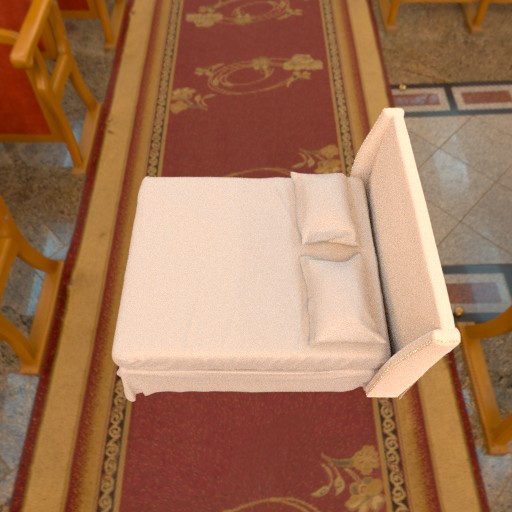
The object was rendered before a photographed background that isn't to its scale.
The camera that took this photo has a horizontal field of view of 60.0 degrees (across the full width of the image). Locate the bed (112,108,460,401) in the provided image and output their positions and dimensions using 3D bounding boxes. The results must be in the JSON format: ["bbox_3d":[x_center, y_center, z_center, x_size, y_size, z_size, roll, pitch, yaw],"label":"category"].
[{"bbox_3d":[0.000,0.000,3.466,2.276,1.332,1.925,0,59,0],"label":"bed"}]
